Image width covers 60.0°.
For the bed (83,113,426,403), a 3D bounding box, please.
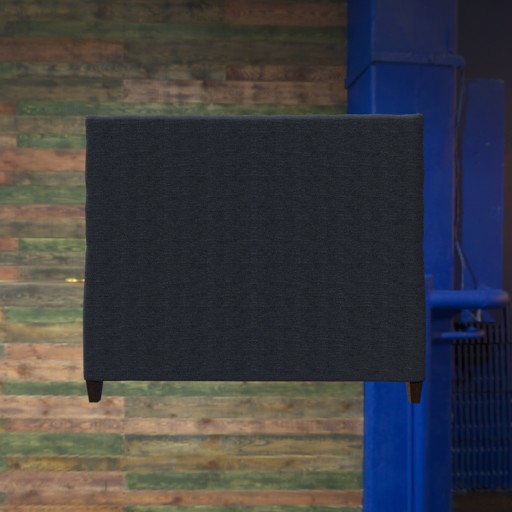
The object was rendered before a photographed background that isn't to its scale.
[{"bbox_3d":[0.000,0.000,3.341,1.698,1.427,2.387,0,1,0],"label":"bed"}]
